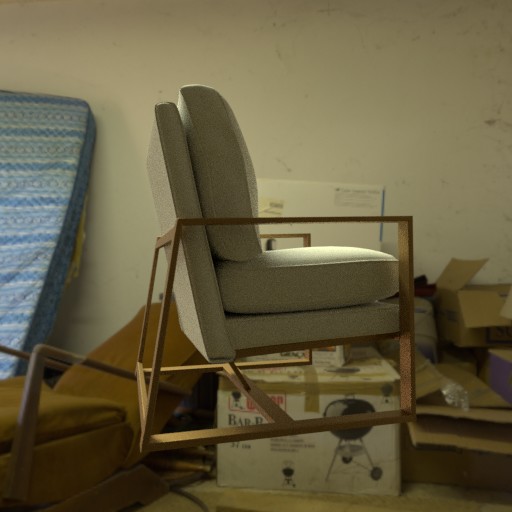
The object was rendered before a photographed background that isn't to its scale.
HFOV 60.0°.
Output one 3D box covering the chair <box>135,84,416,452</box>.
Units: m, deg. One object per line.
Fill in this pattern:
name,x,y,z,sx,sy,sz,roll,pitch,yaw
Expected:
chair,0.000,0.000,1.572,0.813,0.966,0.805,0,-1,-16
